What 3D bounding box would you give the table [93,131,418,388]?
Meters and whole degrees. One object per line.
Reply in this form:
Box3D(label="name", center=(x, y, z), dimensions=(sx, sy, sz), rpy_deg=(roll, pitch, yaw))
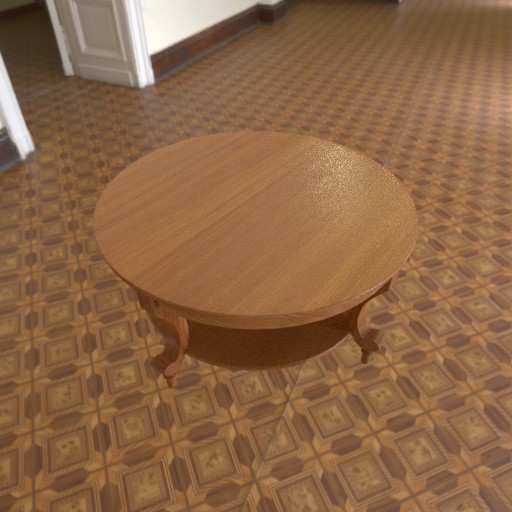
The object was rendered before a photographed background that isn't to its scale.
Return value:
Box3D(label="table", center=(0.000, 0.000, 1.602), dimensions=(1.029, 0.490, 1.029), rpy_deg=(0, 40, 0))
